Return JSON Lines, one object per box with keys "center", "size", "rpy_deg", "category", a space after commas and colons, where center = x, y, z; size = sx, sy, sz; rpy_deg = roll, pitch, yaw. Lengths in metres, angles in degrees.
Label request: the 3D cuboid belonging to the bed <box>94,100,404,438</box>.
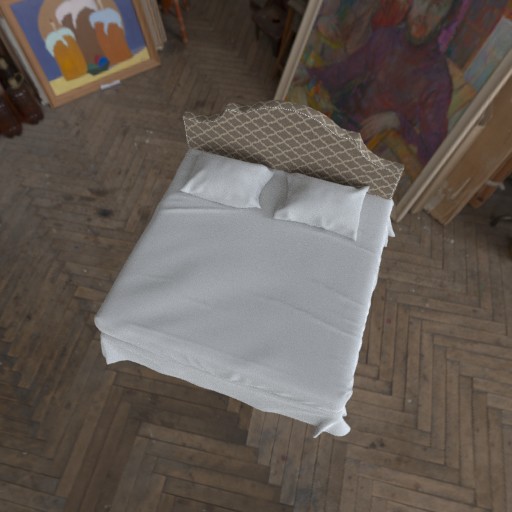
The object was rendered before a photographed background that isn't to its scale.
{"center": [0.000, 0.000, 3.703], "size": [2.314, 1.601, 2.222], "rpy_deg": [16, 61, 9], "category": "bed"}
